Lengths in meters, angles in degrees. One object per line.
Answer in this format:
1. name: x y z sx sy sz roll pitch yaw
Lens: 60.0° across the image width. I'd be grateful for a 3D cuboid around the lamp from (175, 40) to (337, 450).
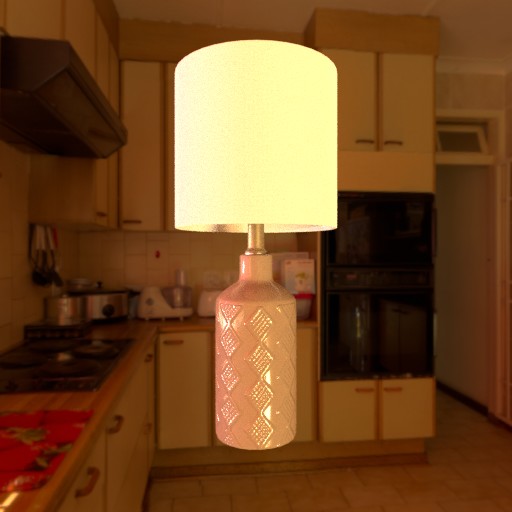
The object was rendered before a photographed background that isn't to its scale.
1. lamp: 0.000 0.000 0.575 0.207 0.461 0.207 0 0 -36
